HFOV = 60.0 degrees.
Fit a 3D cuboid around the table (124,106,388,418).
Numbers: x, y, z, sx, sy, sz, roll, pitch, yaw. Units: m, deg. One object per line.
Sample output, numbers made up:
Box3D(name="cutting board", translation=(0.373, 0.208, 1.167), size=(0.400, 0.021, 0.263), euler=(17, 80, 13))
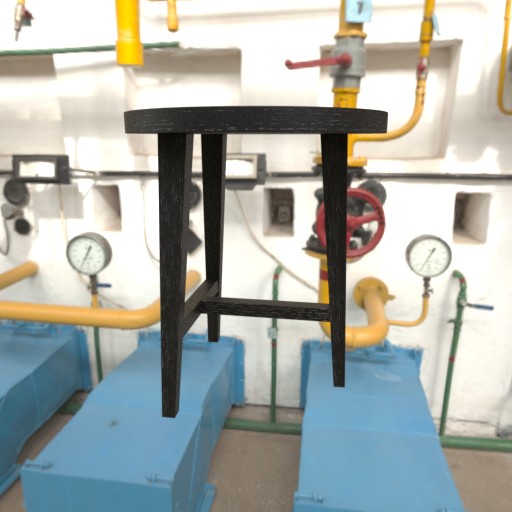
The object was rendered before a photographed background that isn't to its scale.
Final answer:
Box3D(name="table", translation=(0.000, 0.000, 0.754), size=(0.399, 0.460, 0.399), euler=(0, 15, 0))
